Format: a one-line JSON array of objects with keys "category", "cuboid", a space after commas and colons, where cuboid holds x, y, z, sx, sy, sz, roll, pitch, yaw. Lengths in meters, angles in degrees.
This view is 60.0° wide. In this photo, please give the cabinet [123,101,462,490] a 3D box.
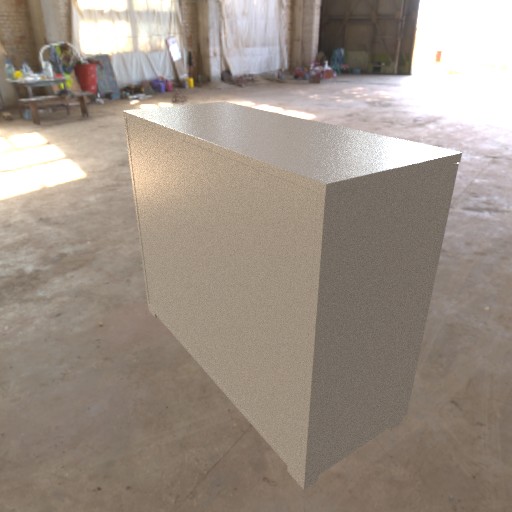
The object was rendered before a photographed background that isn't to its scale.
[{"category": "cabinet", "cuboid": [0.000, 0.000, 1.409, 0.400, 0.800, 1.000, -17, 31, -31]}]
